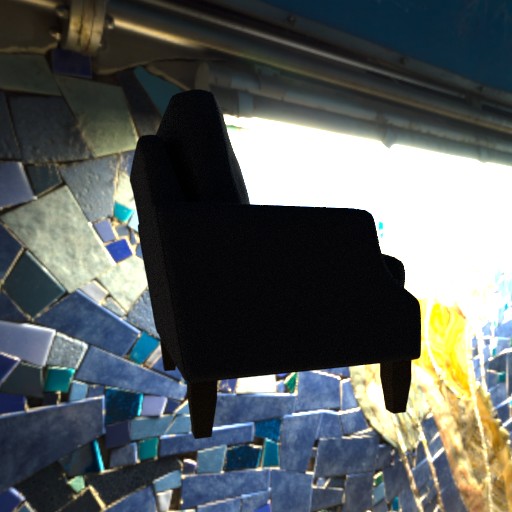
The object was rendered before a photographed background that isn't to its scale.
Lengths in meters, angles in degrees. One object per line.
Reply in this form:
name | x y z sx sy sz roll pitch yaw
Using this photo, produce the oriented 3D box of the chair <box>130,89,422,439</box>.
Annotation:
chair | 0.000 0.000 1.664 0.897 0.991 0.855 0 0 -18
